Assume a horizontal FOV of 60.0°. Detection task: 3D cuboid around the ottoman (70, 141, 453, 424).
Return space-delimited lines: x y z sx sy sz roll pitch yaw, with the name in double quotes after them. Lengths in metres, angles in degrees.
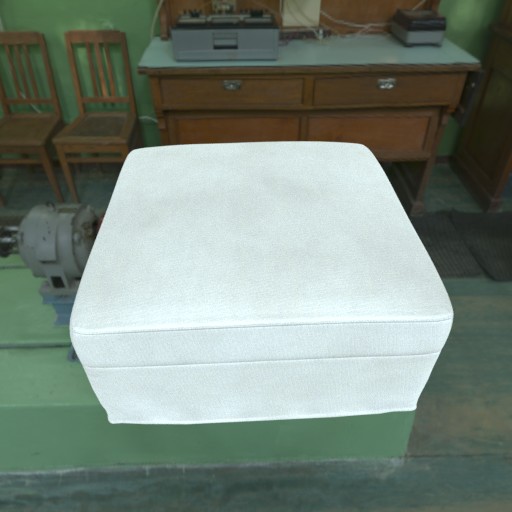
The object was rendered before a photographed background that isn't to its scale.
0.000 0.000 1.336 0.843 0.441 0.842 -2 40 -2 "ottoman"
